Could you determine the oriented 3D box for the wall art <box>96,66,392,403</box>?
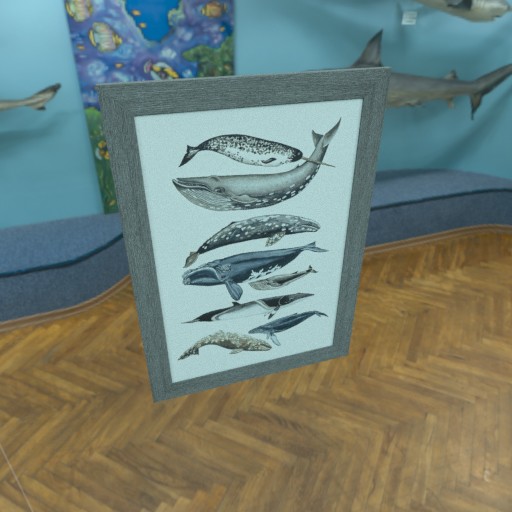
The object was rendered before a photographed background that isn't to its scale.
[{"bbox_3d":[0.000,0.000,1.395,0.768,1.070,0.020,-10,33,-15],"label":"wall art"}]
